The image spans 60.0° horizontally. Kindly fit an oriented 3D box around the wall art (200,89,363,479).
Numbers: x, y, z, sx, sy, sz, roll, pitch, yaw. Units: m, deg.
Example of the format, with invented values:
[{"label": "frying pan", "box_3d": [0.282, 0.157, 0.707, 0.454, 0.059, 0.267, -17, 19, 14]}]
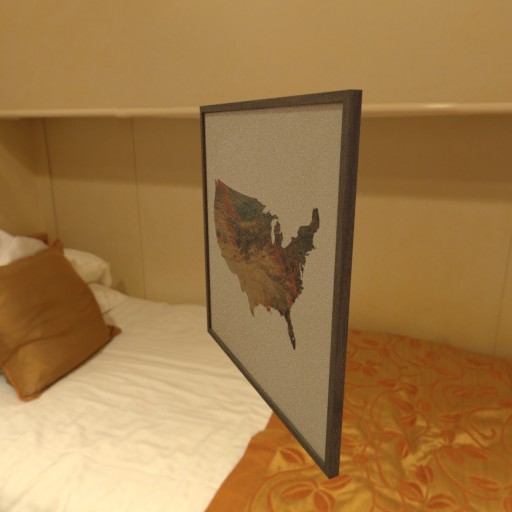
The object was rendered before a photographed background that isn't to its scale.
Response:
[{"label": "wall art", "box_3d": [0.000, 0.000, 0.764, 0.016, 0.507, 0.508, -8, 18, -24]}]
